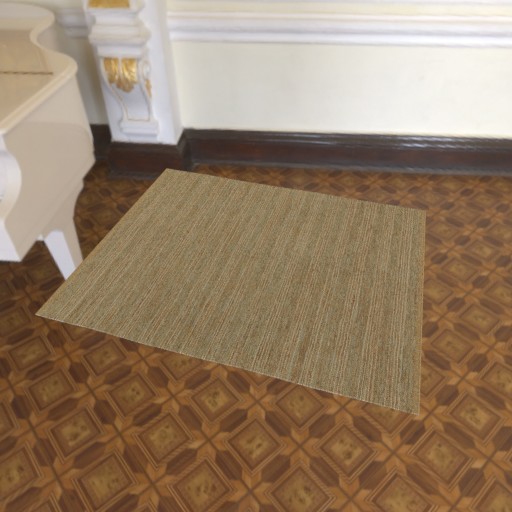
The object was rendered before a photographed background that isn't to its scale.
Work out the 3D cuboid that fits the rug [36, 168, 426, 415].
[{"bbox_3d":[0.000,0.000,4.182,3.034,0.012,2.471,11,42,13],"label":"rug"}]
